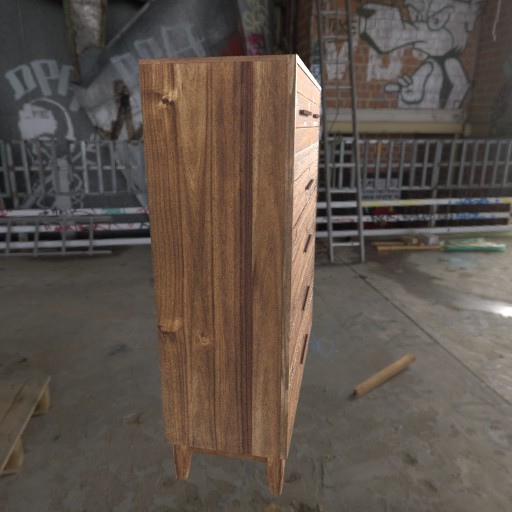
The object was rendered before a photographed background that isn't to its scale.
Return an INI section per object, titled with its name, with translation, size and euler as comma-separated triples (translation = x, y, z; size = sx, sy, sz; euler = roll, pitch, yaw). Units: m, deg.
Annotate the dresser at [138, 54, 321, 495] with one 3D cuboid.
[dresser]
translation = 0.000, 0.000, 1.853
size = 0.442, 1.393, 1.062
euler = 3, 17, 11
